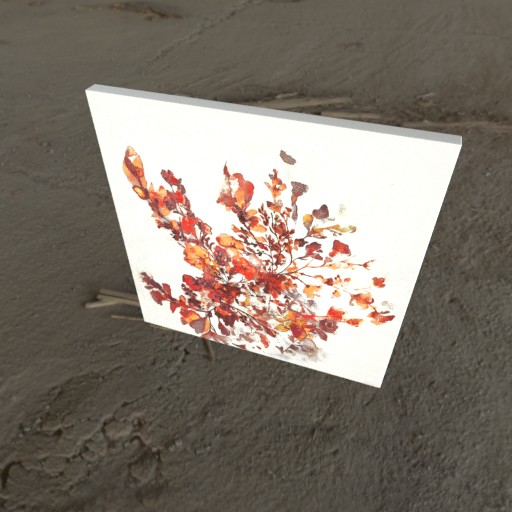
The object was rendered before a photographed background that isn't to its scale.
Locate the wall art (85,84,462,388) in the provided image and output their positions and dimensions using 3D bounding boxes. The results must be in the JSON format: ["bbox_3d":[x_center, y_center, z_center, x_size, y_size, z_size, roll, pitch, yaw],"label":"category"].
[{"bbox_3d":[0.000,0.000,1.113,0.757,0.757,0.037,13,43,14],"label":"wall art"}]
